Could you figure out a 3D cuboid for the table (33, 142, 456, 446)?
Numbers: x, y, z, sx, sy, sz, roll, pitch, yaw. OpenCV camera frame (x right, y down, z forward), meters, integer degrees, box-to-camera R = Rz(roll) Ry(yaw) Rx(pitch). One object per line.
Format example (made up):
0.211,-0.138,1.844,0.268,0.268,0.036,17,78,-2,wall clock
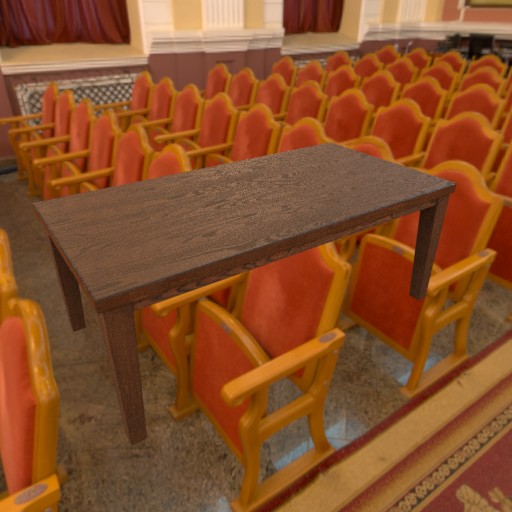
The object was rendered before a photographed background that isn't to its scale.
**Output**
0.000,0.000,2.499,1.981,0.762,1.016,-19,34,-29,table
